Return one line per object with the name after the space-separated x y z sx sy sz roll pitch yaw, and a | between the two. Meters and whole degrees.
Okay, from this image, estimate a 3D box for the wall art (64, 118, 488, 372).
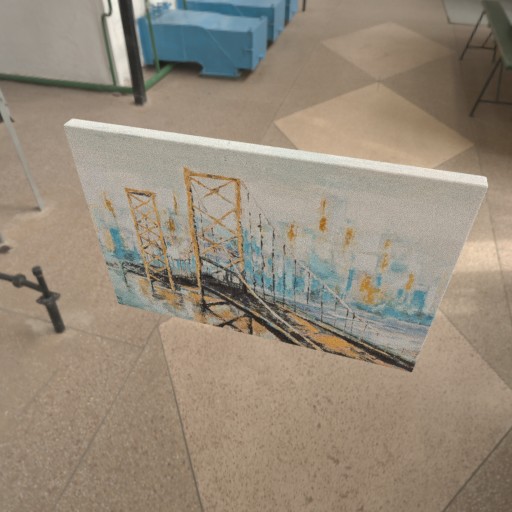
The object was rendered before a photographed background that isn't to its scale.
0.000 0.000 1.136 0.913 0.609 0.038 11 43 12 | wall art
